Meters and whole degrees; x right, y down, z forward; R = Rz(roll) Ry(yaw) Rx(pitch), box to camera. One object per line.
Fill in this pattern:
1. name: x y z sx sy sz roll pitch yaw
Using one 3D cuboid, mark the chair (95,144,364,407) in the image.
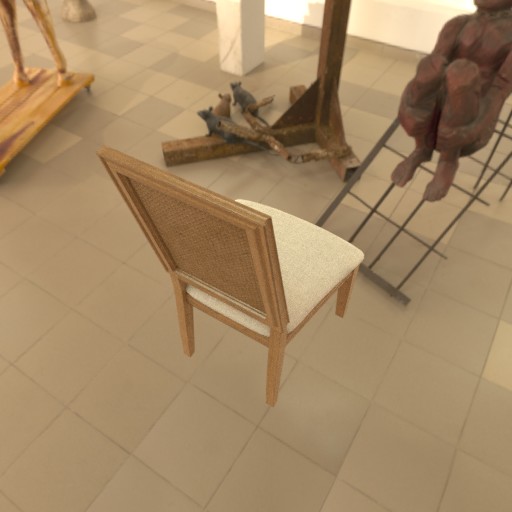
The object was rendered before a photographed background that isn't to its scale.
1. chair: 0.000 0.000 1.382 0.536 0.988 0.601 25 53 21
